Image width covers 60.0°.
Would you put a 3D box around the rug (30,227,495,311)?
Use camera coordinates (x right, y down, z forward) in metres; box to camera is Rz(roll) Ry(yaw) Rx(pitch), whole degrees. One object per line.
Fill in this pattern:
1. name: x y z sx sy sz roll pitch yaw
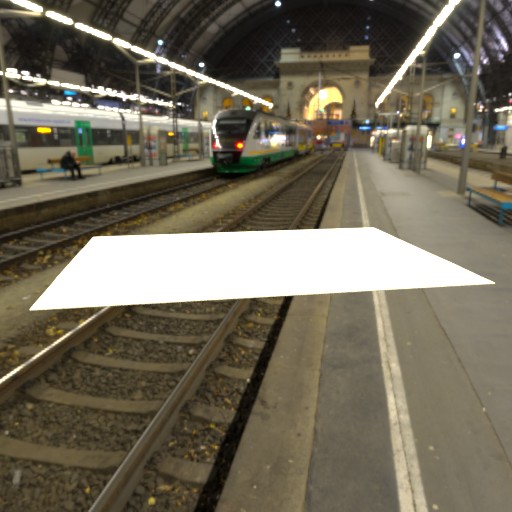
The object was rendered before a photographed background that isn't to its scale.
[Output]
1. rug: 0.000 0.000 2.312 1.850 0.006 1.234 -2 15 -9
